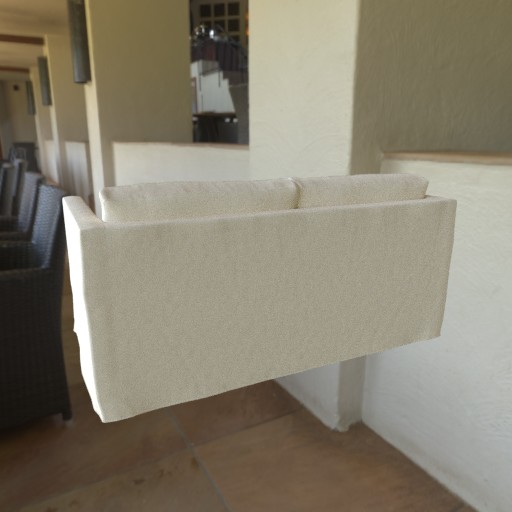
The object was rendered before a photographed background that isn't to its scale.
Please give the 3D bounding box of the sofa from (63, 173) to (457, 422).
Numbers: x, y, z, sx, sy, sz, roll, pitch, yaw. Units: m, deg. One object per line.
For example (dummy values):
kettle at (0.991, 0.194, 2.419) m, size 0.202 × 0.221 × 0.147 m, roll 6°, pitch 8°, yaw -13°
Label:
sofa at (0.000, 0.000, 2.248) m, size 1.746 × 0.834 × 0.962 m, roll -7°, pitch 16°, yaw -25°
